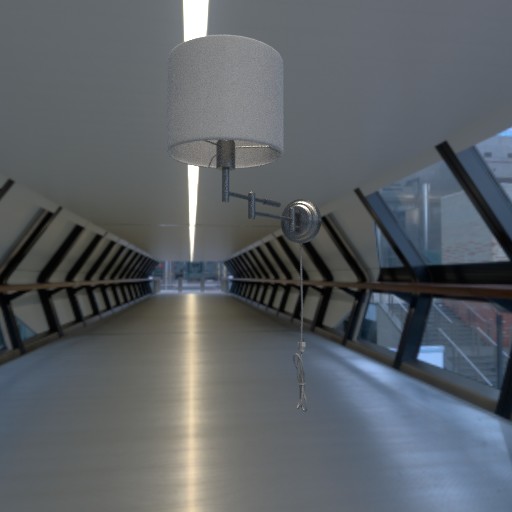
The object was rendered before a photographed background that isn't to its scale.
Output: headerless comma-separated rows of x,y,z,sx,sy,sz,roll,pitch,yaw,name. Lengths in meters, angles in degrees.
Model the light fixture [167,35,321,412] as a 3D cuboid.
0.000,0.000,1.058,0.253,0.842,0.479,-1,-2,36,light fixture
